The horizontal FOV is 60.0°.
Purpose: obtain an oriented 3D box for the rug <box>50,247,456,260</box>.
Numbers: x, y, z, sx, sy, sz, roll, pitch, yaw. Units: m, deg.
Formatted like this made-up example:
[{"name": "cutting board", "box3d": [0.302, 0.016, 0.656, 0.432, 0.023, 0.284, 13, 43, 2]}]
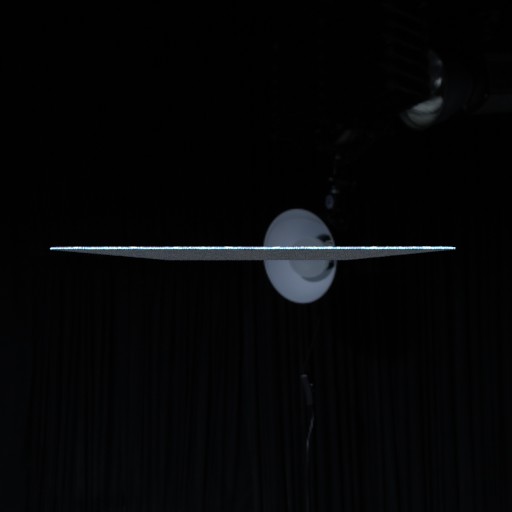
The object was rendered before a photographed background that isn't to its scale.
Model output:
[{"name": "rug", "box3d": [0.000, 0.000, 2.812, 1.567, 0.014, 2.207, 0, -2, 1]}]
